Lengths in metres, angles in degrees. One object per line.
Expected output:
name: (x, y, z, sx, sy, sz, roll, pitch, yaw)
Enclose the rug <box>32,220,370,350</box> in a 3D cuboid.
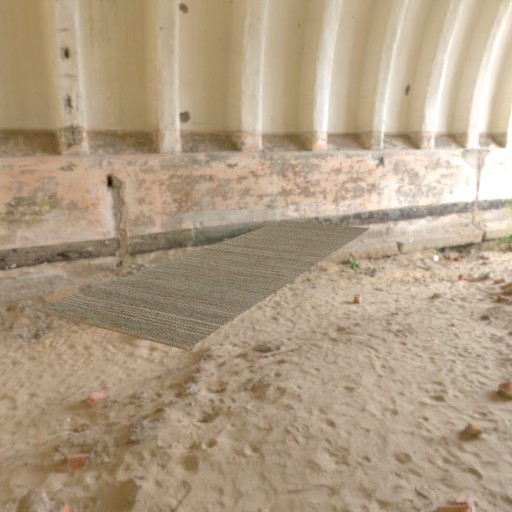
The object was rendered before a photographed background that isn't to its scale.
rug: (0.000, 0.000, 2.678, 0.783, 0.006, 2.438, 7, 16, 27)
